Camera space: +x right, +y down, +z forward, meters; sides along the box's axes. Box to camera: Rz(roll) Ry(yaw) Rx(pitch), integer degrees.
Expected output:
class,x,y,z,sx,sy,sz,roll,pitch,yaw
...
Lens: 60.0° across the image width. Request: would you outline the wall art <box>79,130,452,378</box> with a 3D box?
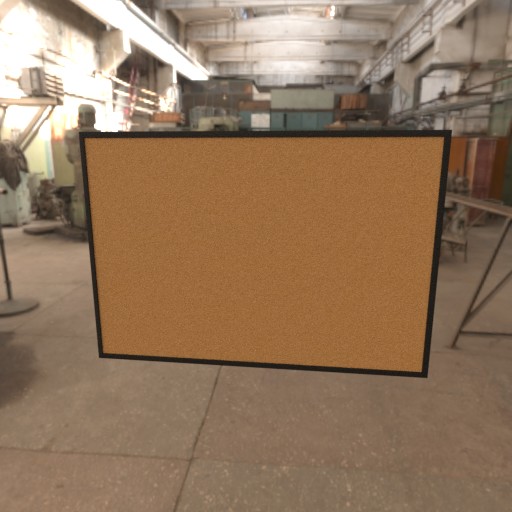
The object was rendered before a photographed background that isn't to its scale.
class,x,y,z,sx,sy,sz,roll,pitch,yaw
wall art,0.000,0.000,0.843,0.664,0.458,0.013,2,14,7
